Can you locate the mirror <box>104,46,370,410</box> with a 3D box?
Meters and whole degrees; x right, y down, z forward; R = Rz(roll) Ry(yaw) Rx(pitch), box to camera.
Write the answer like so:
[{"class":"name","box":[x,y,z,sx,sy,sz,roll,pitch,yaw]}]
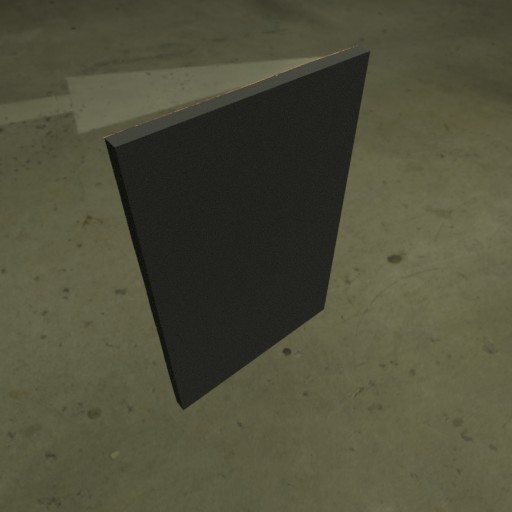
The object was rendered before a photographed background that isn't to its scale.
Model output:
[{"class":"mirror","box":[0.000,0.000,1.164,0.606,0.912,0.044,-30,53,-26]}]
